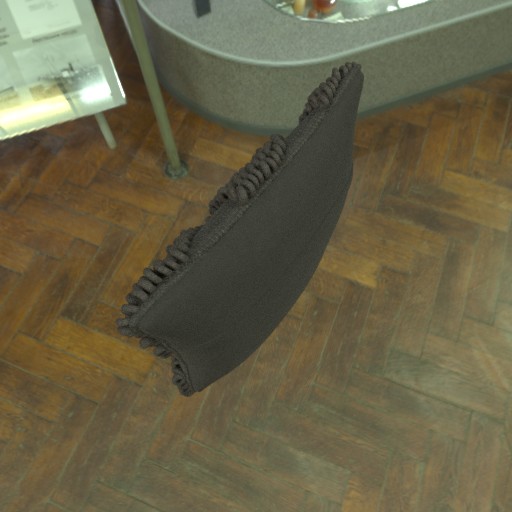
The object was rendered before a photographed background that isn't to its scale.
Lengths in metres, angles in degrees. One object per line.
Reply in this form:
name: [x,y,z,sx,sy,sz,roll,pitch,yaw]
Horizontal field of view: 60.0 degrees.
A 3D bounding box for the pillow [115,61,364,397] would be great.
pillow: [0.000,0.000,0.723,0.172,0.467,0.470,34,69,15]
